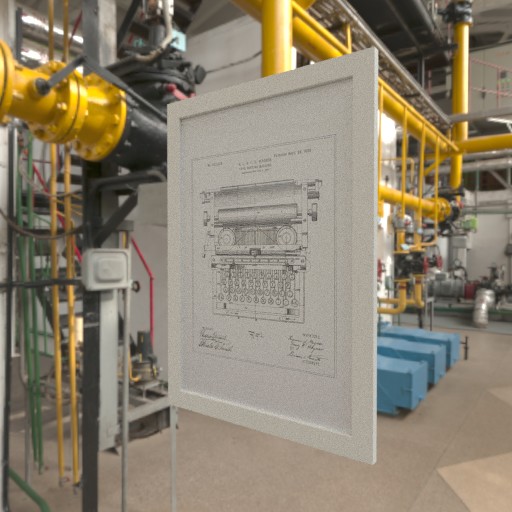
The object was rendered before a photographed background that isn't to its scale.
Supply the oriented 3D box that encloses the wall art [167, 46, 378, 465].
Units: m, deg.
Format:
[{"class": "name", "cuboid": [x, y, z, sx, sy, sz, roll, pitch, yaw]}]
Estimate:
[{"class": "wall art", "cuboid": [0.000, 0.000, 0.681, 0.381, 0.533, 0.013, 1, 1, 36]}]
